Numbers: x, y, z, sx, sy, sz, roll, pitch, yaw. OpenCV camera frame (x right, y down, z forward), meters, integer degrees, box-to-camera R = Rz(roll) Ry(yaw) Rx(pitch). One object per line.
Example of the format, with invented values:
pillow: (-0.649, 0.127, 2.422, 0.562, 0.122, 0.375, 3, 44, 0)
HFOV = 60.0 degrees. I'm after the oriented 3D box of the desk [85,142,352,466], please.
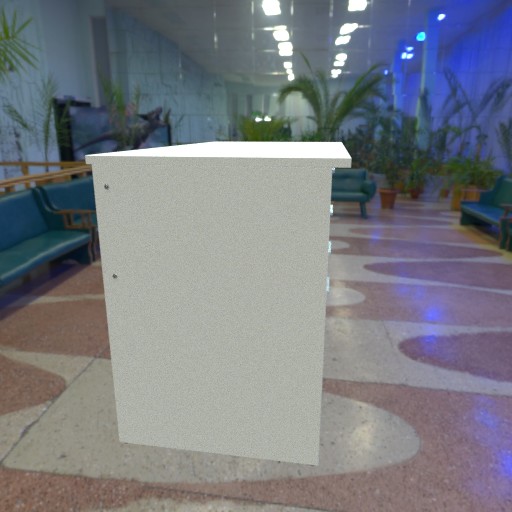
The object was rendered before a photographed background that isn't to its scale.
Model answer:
desk: (0.000, 0.000, 1.524, 0.560, 0.730, 1.096, 3, 16, 9)
